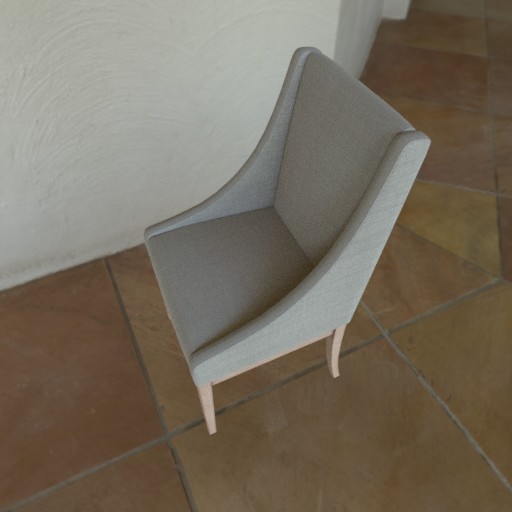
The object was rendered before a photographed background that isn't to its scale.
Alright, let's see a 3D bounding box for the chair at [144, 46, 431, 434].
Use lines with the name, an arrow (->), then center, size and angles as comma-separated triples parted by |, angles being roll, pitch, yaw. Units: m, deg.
chair -> 0.000, 0.000, 1.395 | 0.611, 1.021, 0.575 | -17, 49, -15
